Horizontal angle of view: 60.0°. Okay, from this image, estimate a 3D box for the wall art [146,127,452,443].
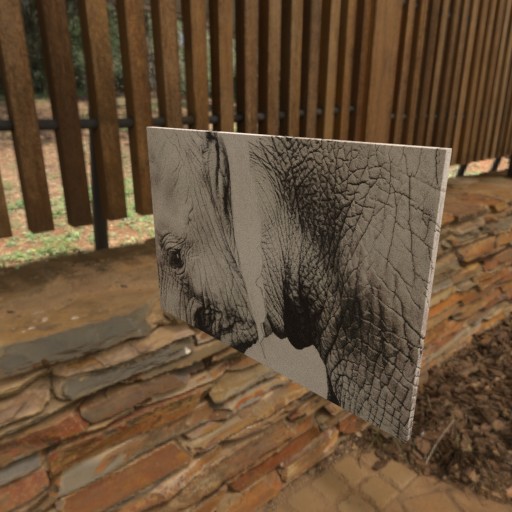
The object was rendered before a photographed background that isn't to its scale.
[{"bbox_3d":[0.000,0.000,1.147,0.914,0.607,0.023,18,26,42],"label":"wall art"}]
